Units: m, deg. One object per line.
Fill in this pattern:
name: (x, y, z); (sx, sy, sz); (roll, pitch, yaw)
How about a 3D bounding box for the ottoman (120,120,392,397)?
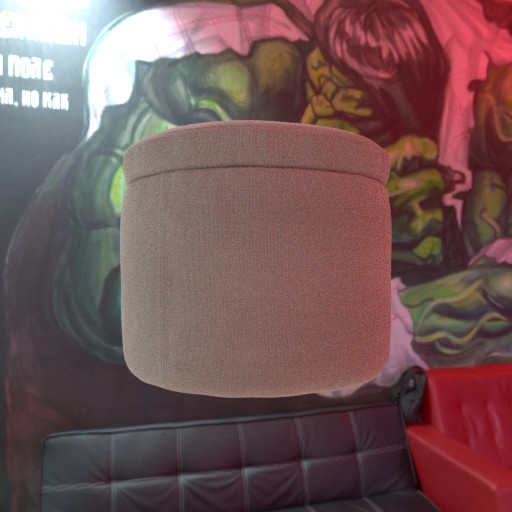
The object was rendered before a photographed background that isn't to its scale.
ottoman: (0.000, 0.000, 0.850); (0.497, 0.409, 0.497); (0, -1, 0)
